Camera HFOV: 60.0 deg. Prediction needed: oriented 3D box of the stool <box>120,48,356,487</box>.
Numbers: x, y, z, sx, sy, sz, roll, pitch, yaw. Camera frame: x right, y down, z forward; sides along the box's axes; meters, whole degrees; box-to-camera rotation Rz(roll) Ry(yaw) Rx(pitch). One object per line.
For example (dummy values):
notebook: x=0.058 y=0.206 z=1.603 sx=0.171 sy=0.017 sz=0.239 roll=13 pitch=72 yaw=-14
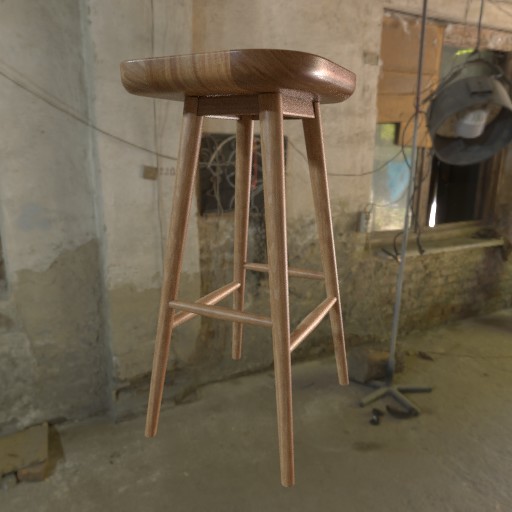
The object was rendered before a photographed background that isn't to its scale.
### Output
stool: x=0.000 y=0.000 z=0.902 sx=0.322 sy=0.698 sz=0.407 roll=7 pitch=16 yaw=25
